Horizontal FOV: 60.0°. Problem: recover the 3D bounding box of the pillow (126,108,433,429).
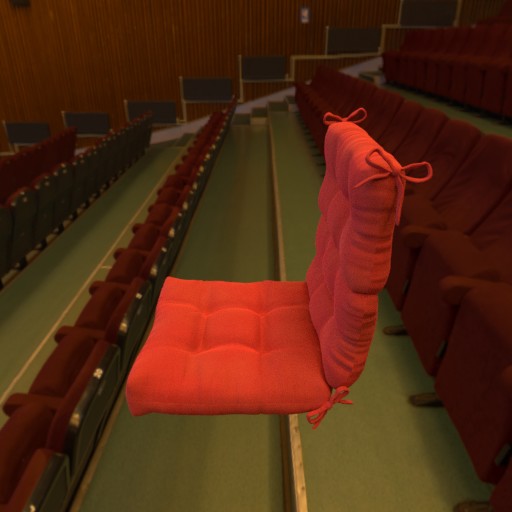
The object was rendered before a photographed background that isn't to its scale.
[{"bbox_3d":[0.000,0.000,1.043,0.571,0.605,0.519,0,27,0],"label":"pillow"}]
